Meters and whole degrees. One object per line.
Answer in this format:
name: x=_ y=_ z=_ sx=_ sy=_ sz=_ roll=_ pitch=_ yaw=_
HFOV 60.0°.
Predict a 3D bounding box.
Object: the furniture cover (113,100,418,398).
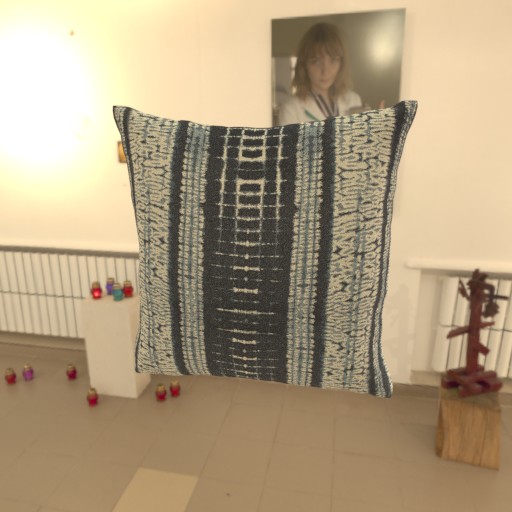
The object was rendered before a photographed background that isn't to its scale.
furniture cover: x=0.000 y=0.000 z=0.663 sx=0.425 sy=0.435 sz=0.133 roll=3 pitch=16 yaw=11
